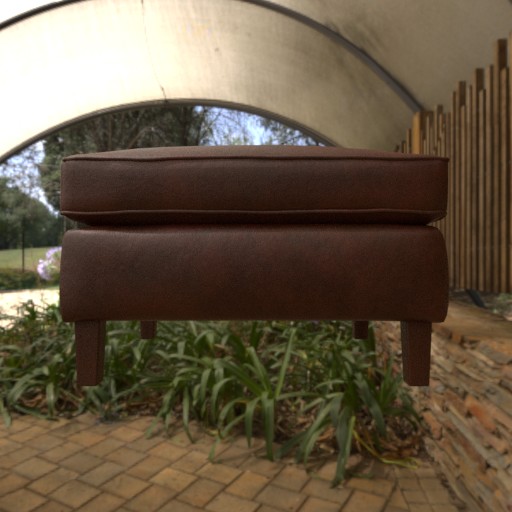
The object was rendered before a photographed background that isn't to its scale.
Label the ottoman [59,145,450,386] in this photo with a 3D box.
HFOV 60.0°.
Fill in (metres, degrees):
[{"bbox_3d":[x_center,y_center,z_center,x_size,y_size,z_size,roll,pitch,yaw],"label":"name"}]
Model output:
[{"bbox_3d":[0.000,0.000,0.953,0.665,0.432,0.501,0,0,0],"label":"ottoman"}]
